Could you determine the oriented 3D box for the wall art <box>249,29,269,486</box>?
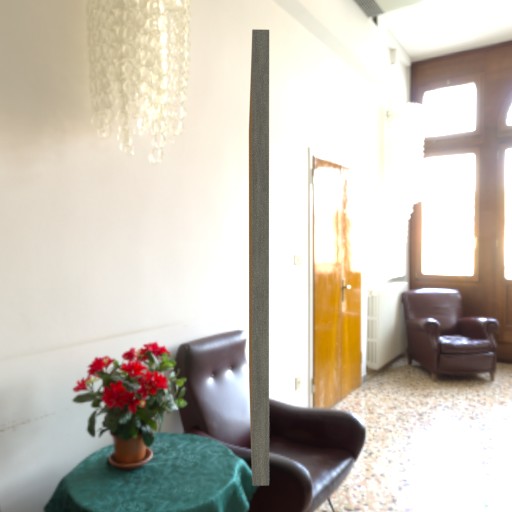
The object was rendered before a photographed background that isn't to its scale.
[{"bbox_3d":[0.000,0.000,0.805,0.022,0.582,0.479,0,1,-1],"label":"wall art"}]
